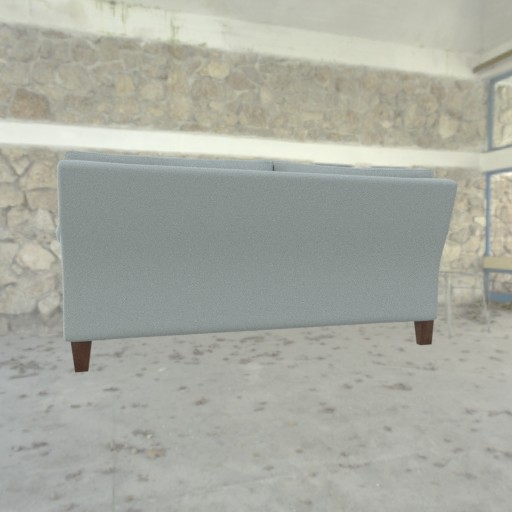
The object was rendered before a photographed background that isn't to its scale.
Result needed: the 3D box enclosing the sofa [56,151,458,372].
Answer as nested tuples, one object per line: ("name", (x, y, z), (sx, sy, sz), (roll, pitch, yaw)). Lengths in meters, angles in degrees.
("sofa", (0.000, 0.000, 2.748), (2.193, 1.096, 1.069), (0, 2, -17))
